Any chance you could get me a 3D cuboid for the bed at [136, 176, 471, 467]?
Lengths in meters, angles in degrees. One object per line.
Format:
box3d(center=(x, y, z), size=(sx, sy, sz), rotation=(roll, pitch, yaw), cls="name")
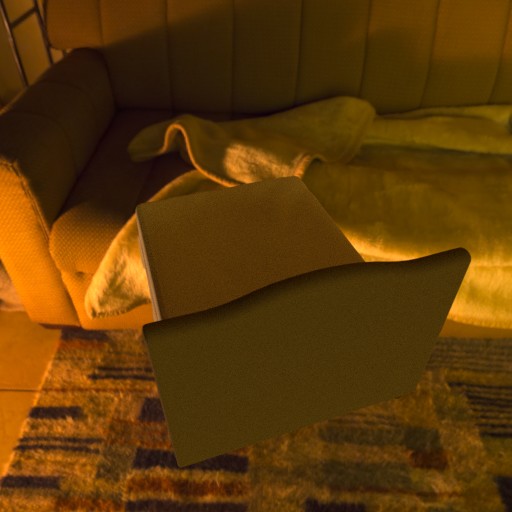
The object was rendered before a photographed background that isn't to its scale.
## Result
box3d(center=(0.000, 0.000, 3.160), size=(1.666, 1.387, 2.036), rotation=(-12, 43, -14), cls="bed")
